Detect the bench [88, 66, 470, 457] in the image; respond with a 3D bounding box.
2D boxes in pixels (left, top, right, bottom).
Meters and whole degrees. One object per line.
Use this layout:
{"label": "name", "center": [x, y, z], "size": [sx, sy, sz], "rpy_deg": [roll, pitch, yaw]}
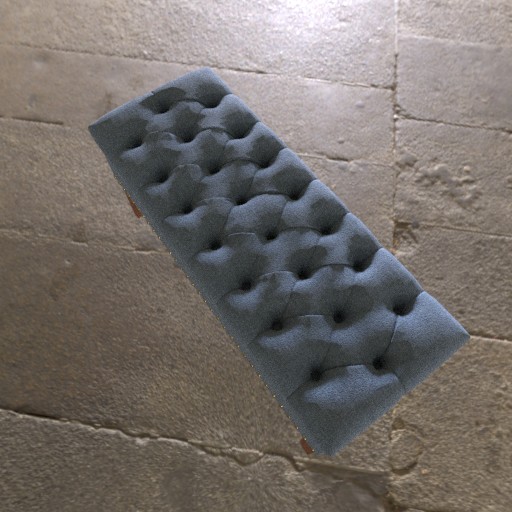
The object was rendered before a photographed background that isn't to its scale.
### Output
{"label": "bench", "center": [0.000, 0.000, 1.289], "size": [0.417, 0.492, 1.052], "rpy_deg": [-33, 68, -15]}
